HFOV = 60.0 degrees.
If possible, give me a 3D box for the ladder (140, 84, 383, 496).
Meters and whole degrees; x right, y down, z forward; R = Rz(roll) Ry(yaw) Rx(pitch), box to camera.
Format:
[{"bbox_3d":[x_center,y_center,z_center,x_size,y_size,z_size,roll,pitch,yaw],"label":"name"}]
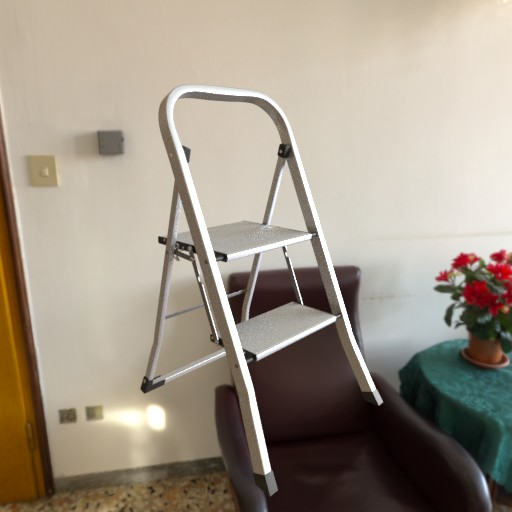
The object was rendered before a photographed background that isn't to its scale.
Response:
[{"bbox_3d":[0.000,0.000,1.135,0.530,0.830,0.465,14,21,42],"label":"ladder"}]
